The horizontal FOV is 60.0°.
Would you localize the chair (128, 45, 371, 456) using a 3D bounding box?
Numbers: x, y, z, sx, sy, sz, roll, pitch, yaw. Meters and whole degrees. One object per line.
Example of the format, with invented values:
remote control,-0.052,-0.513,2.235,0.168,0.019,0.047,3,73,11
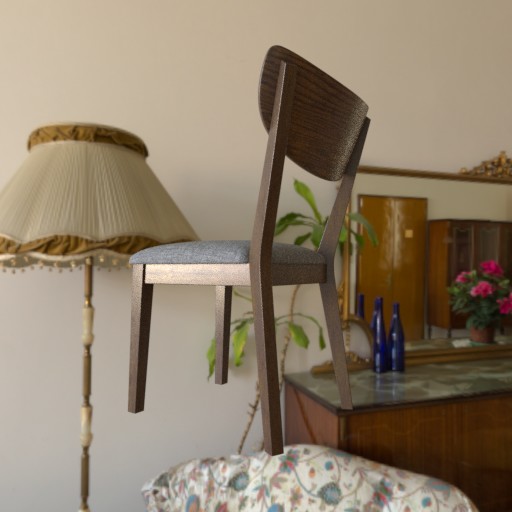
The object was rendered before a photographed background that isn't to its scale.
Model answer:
chair,0.000,0.000,1.209,0.583,0.849,0.491,-1,-2,36
